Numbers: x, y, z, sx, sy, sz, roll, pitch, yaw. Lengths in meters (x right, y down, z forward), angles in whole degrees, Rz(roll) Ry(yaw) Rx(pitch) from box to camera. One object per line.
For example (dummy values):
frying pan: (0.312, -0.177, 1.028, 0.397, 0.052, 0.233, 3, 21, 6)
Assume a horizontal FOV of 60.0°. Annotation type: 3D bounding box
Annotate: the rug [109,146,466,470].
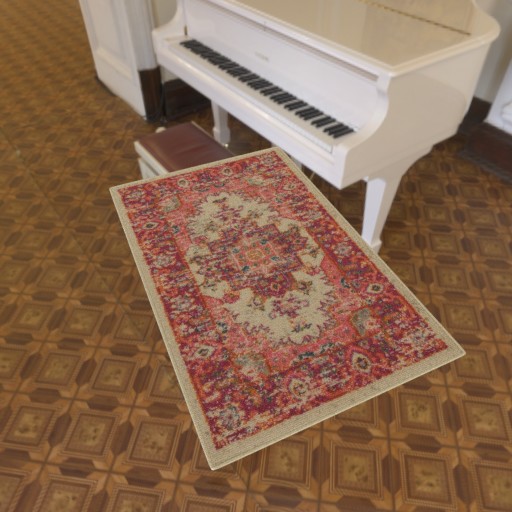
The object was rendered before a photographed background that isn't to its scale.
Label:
rug: (0.000, 0.000, 1.103, 0.556, 0.004, 0.868, -18, 48, -17)
